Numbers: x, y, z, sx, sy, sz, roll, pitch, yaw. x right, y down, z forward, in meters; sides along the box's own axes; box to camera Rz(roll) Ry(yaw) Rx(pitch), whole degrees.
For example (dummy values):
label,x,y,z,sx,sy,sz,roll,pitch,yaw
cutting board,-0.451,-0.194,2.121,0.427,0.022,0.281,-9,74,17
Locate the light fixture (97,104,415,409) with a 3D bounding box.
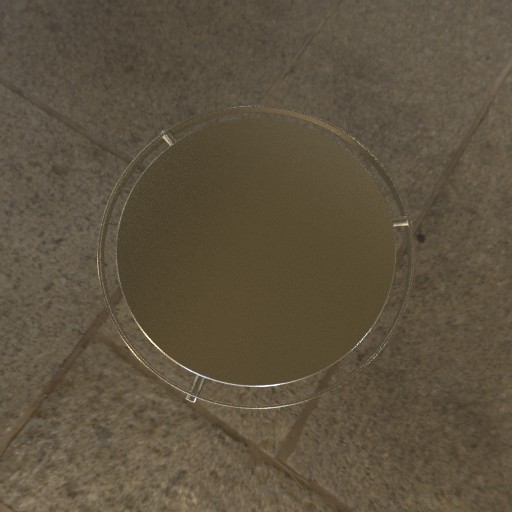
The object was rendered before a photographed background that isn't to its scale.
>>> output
label,x,y,z,sx,sy,sz,roll,pitch,yaw
light fixture,0.000,0.000,0.564,0.361,0.130,0.361,0,75,0
